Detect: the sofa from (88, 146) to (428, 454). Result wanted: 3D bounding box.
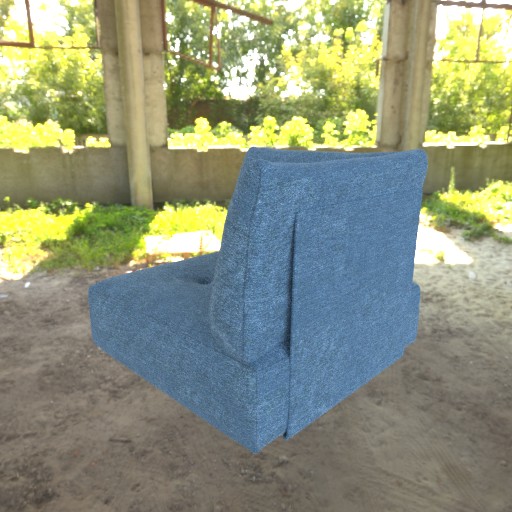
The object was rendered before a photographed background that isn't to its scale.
[{"bbox_3d":[0.000,0.000,1.747,1.000,0.820,1.000,14,21,42],"label":"sofa"}]
